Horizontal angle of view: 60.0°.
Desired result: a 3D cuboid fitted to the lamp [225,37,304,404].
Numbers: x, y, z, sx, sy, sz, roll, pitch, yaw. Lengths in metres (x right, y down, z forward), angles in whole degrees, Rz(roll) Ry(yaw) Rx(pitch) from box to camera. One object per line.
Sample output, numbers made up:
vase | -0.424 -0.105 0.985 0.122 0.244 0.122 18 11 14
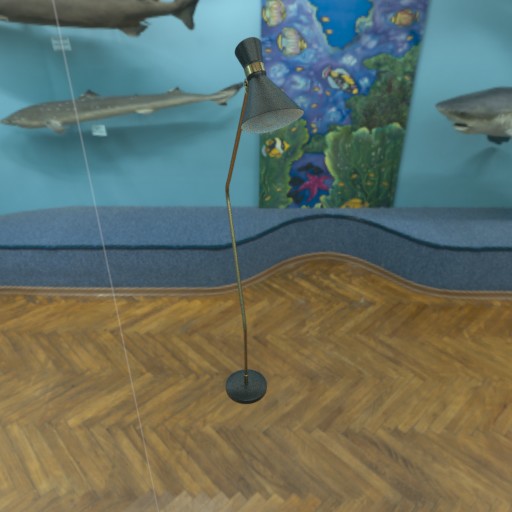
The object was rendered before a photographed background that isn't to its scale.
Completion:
lamp | 0.000 0.000 1.609 0.277 1.438 0.467 2 31 3
